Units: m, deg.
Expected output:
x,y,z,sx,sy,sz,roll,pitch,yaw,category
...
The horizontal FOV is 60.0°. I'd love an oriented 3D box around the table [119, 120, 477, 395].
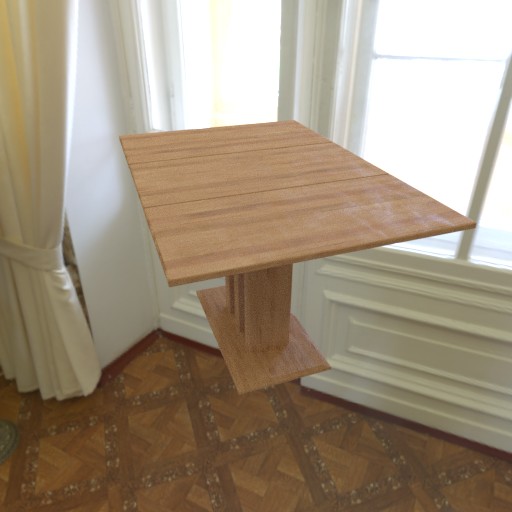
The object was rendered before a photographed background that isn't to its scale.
x,y,z,sx,sy,sz,roll,pitch,yaw,category
0.000,0.000,1.880,0.900,0.770,1.300,-10,32,-17,table
